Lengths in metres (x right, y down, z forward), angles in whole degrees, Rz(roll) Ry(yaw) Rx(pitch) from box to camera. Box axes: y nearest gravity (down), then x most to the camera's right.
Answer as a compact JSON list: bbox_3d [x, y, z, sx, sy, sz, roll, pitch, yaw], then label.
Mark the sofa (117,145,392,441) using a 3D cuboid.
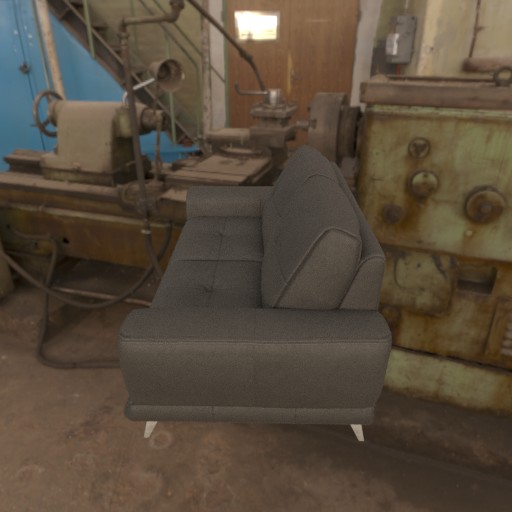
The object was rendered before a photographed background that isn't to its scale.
[{"bbox_3d":[0.000,0.000,2.392,1.018,0.907,1.806,1,27,1],"label":"sofa"}]
